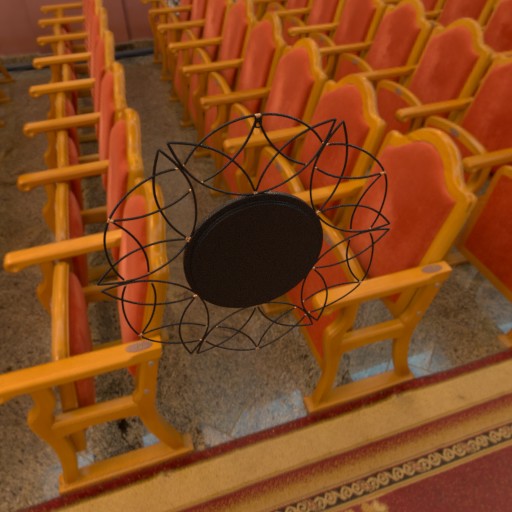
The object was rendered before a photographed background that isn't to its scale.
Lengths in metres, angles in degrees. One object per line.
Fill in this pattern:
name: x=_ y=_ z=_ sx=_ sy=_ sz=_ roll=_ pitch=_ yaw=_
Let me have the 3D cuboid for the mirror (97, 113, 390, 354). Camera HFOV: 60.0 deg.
mirror: x=0.000 y=0.000 z=1.157 sx=0.797 sy=0.775 sz=0.028 roll=-12 pitch=43 yaw=-13
